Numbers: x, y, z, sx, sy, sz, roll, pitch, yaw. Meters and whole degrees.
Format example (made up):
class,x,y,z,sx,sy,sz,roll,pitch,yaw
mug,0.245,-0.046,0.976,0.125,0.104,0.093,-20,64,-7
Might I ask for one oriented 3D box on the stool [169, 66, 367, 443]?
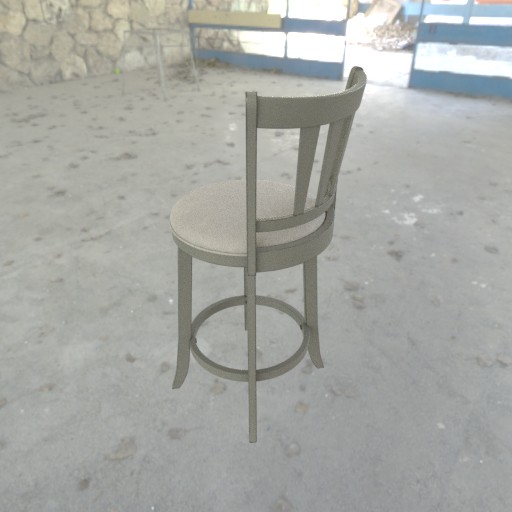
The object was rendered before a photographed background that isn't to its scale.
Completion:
class,x,y,z,sx,sy,sz,roll,pitch,yaw
stool,0.000,0.000,1.276,0.486,0.994,0.450,22,37,32
